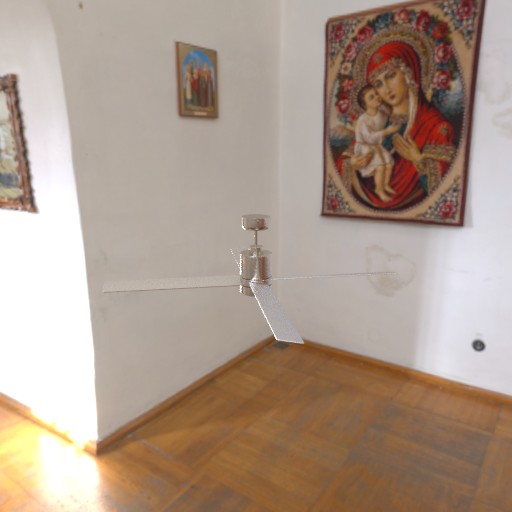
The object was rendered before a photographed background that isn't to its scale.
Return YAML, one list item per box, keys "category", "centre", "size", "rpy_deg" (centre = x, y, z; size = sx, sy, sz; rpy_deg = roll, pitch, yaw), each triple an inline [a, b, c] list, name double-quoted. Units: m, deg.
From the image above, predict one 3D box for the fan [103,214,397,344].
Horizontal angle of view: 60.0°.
- category: "fan"
  centre: [0.000, 0.000, 1.970]
  size: [1.322, 0.355, 1.322]
  rpy_deg: [-2, 14, -9]
